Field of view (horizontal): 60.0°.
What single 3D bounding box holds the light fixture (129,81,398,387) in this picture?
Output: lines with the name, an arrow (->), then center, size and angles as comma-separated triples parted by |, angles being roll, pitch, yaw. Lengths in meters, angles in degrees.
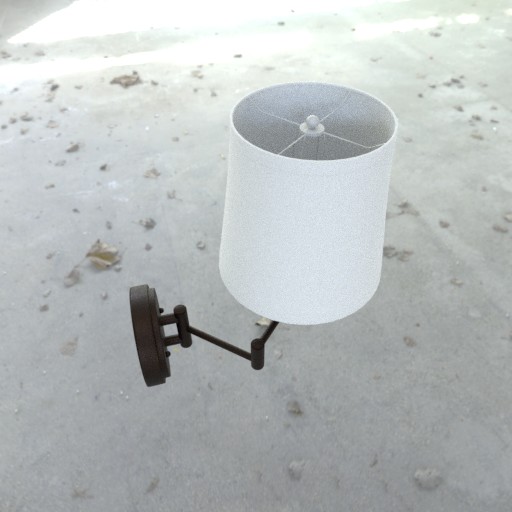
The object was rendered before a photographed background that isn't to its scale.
light fixture -> 0.000, 0.000, 0.265 | 0.157, 0.172, 0.100 | -11, 46, -11
